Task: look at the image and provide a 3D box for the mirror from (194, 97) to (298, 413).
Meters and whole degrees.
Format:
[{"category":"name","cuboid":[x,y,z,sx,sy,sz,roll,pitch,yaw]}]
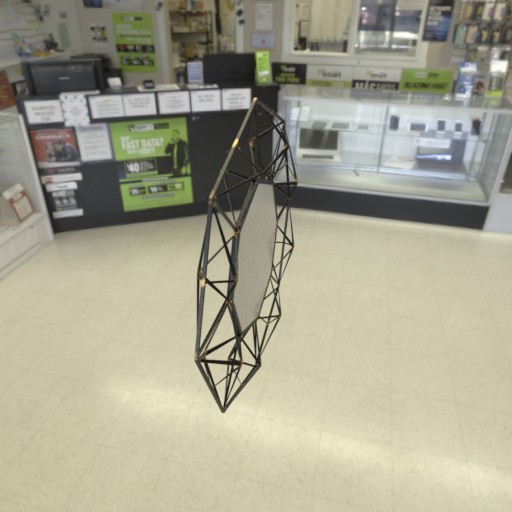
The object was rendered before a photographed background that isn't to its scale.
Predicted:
[{"category":"mirror","cuboid":[0.000,0.000,1.035,0.094,0.710,0.710,9,32,14]}]
